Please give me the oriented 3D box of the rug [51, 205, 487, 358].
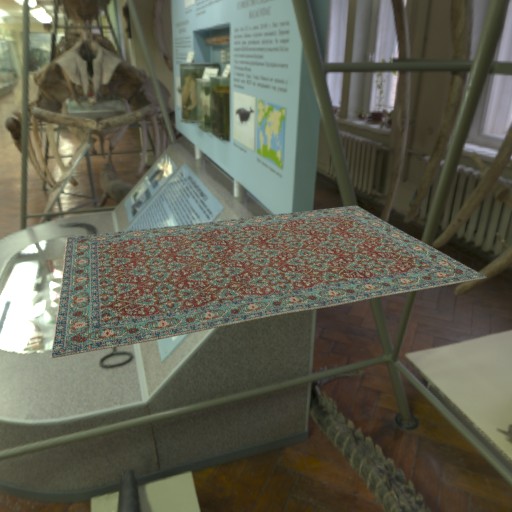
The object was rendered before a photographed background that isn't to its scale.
[{"bbox_3d":[0.000,0.000,2.980,2.439,0.011,1.533,-8,25,-17],"label":"rug"}]
